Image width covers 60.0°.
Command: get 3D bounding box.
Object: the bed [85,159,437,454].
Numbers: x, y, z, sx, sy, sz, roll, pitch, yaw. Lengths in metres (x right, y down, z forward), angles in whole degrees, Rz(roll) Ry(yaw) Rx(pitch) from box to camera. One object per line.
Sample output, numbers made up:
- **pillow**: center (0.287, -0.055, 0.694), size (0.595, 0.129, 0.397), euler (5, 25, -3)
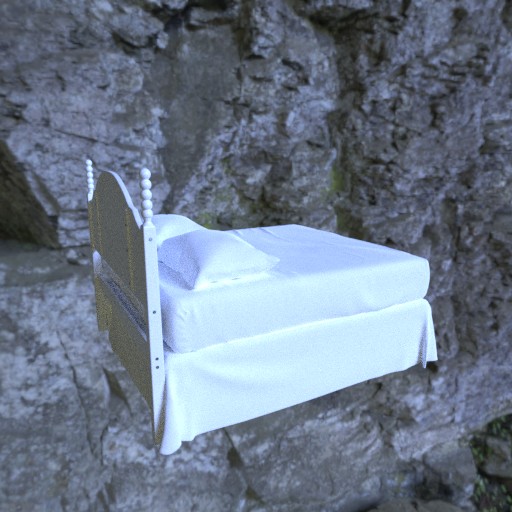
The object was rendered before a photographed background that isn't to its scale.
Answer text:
- **bed**: center (0.000, 0.000, 3.219), size (2.040, 1.356, 1.873), euler (-7, 16, -28)
